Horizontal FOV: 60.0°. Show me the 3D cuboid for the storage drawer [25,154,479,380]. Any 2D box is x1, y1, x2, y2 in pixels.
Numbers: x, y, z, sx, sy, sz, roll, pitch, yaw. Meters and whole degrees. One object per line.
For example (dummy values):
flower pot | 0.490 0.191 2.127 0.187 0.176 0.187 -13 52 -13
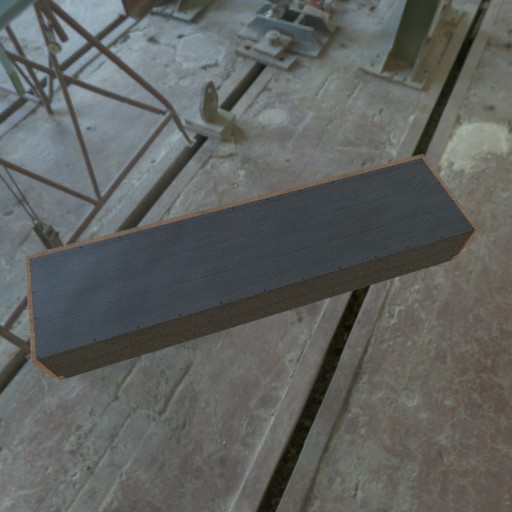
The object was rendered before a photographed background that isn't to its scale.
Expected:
storage drawer | 0.000 0.000 2.157 2.032 0.264 0.538 -16 59 -10
